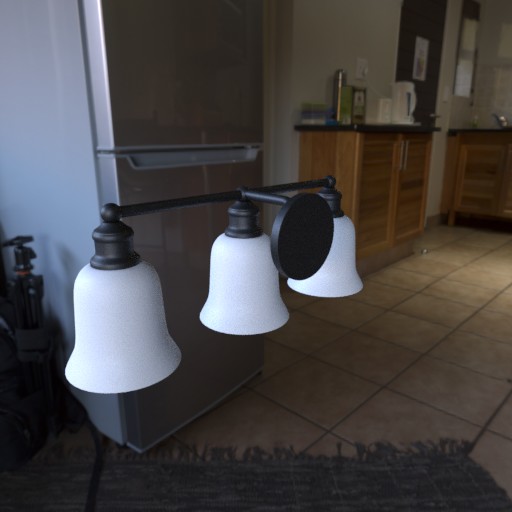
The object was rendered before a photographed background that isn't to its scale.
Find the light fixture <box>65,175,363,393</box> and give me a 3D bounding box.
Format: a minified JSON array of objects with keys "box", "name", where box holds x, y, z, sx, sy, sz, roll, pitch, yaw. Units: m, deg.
[{"box":[0.000,0.000,0.673,0.570,0.211,0.198,-16,23,-42],"name":"light fixture"}]
